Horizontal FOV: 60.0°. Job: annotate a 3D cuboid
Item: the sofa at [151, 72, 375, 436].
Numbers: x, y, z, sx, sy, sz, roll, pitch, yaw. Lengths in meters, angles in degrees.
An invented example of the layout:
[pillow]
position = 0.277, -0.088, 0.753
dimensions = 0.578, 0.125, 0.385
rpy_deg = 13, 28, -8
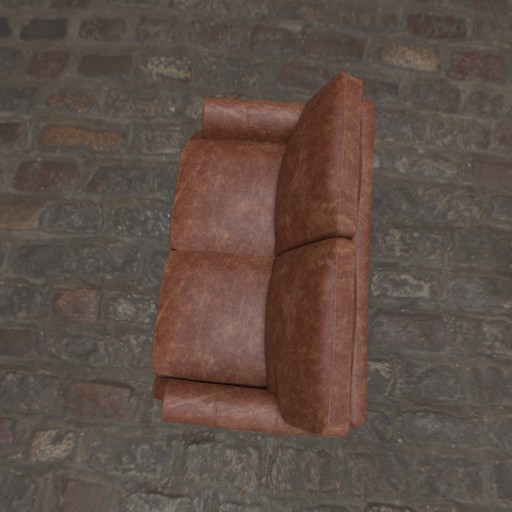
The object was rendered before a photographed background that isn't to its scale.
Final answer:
[sofa]
position = 0.000, 0.000, 2.204
dimensions = 0.990, 0.967, 1.616
rpy_deg = 5, 76, 1
